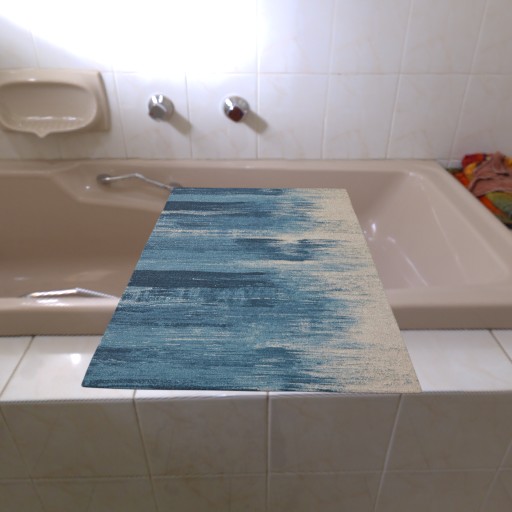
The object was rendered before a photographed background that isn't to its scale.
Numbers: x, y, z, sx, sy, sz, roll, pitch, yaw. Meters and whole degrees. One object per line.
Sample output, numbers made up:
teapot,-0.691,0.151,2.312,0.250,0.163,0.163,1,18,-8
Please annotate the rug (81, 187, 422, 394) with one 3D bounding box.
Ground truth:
rug,0.000,0.000,2.354,1.232,0.009,1.836,1,31,1
